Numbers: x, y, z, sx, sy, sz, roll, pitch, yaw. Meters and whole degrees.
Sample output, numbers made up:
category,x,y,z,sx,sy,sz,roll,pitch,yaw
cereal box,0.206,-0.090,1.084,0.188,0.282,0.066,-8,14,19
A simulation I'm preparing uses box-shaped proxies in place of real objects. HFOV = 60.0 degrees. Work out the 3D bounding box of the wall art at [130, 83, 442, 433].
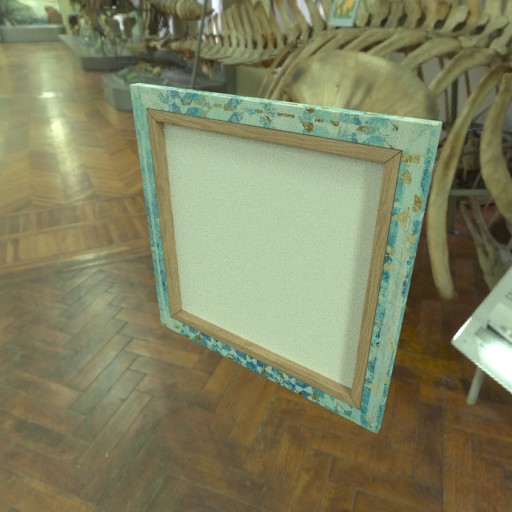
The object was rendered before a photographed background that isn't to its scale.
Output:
category,x,y,z,sx,sy,sz,roll,pitch,yaw
wall art,0.000,0.000,1.355,0.916,0.916,0.040,19,35,30
